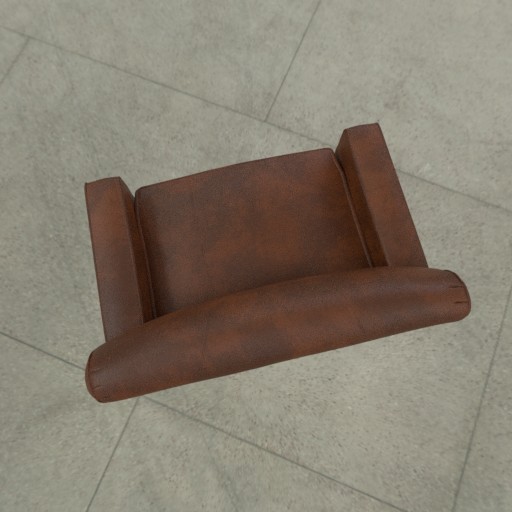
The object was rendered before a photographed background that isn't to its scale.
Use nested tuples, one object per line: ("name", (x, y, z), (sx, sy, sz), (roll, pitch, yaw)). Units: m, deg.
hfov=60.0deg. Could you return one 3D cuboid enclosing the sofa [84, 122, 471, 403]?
("sofa", (0.000, 0.000, 2.045), (1.413, 0.956, 1.000), (-13, 75, -3))
